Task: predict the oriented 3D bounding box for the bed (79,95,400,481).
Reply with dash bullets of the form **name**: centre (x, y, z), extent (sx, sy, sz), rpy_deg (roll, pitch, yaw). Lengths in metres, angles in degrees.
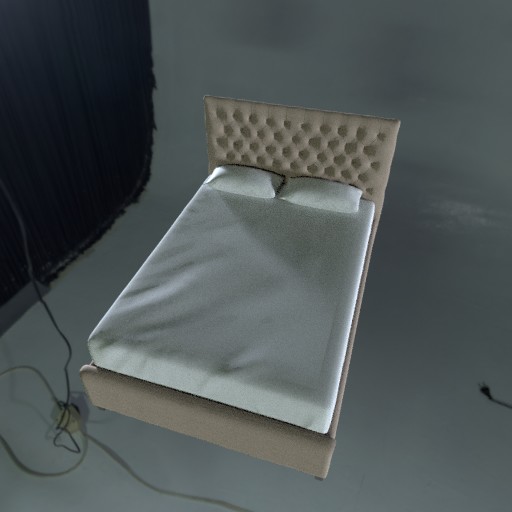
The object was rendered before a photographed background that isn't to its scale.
- **bed**: centre (0.000, 0.000, 3.359), extent (1.698, 1.427, 2.387), rpy_deg (12, 43, 13)
